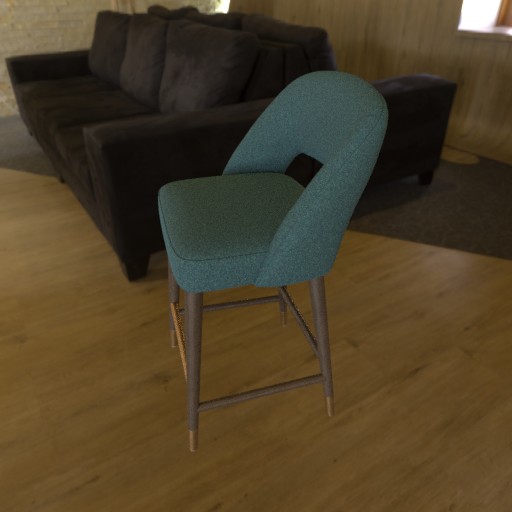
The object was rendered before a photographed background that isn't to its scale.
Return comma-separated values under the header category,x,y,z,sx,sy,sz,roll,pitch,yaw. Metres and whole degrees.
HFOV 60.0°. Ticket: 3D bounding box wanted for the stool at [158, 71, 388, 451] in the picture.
category,x,y,z,sx,sy,sz,roll,pitch,yaw
stool,0.000,0.000,1.250,0.522,0.939,0.536,-8,32,-14
